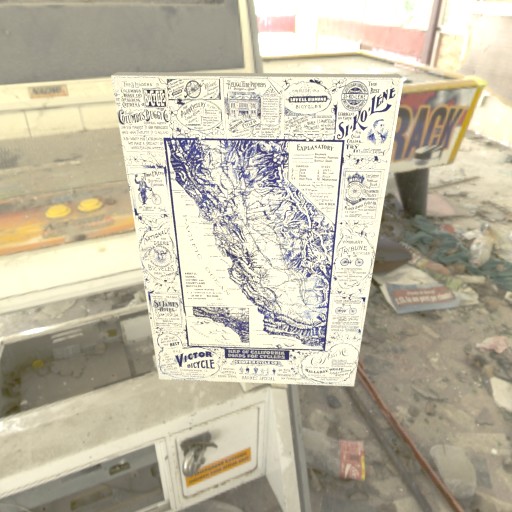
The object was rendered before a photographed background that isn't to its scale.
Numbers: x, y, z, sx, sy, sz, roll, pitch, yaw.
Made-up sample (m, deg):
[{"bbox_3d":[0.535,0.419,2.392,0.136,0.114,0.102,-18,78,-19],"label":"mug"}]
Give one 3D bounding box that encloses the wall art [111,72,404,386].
[{"bbox_3d":[0.000,0.000,0.983,0.511,0.753,0.039,1,31,2],"label":"wall art"}]
